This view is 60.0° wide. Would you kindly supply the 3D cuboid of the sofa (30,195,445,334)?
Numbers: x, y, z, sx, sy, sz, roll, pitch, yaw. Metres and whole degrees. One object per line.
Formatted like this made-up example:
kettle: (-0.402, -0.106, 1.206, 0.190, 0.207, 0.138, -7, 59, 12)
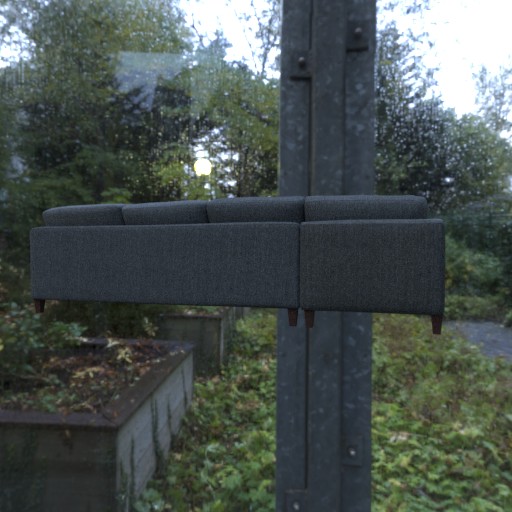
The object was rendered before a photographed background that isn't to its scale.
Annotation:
sofa: (0.000, 0.000, 4.478, 3.302, 0.947, 2.593, 0, 1, 17)
